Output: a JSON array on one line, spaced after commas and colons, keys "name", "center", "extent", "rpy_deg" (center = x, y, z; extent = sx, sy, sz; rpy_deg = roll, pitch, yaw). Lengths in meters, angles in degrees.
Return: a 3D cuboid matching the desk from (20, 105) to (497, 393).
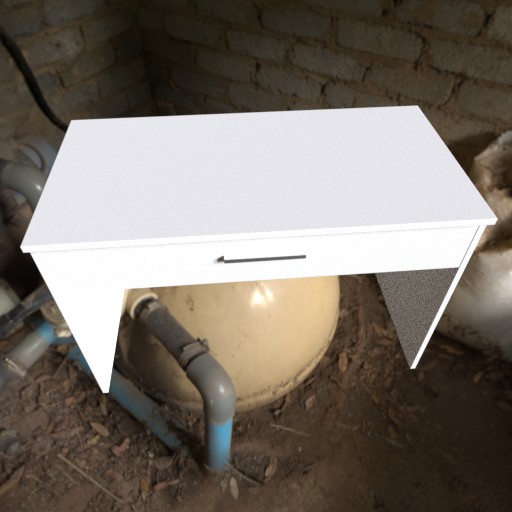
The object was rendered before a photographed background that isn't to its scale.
[{"name": "desk", "center": [0.000, 0.000, 1.472], "extent": [1.100, 0.730, 0.560], "rpy_deg": [-4, 46, -3]}]
